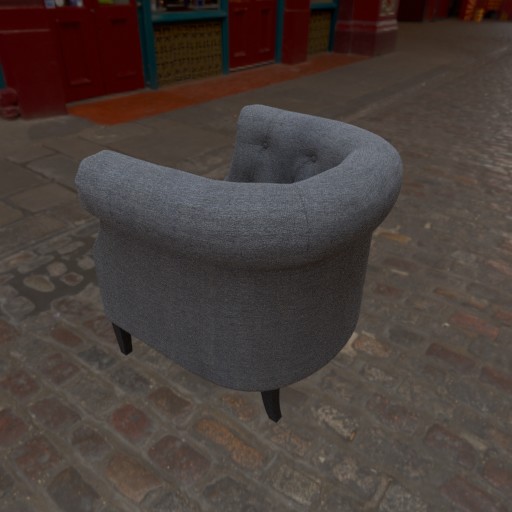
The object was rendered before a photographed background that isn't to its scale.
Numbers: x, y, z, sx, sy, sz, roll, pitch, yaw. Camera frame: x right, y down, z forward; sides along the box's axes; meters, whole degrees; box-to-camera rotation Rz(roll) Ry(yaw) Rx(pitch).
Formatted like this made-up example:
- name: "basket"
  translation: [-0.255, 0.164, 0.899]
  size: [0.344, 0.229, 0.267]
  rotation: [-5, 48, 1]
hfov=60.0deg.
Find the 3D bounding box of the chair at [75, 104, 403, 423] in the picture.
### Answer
- name: "chair"
  translation: [0.000, 0.000, 1.554]
  size: [0.852, 0.827, 0.905]
  rotation: [22, 38, 31]
